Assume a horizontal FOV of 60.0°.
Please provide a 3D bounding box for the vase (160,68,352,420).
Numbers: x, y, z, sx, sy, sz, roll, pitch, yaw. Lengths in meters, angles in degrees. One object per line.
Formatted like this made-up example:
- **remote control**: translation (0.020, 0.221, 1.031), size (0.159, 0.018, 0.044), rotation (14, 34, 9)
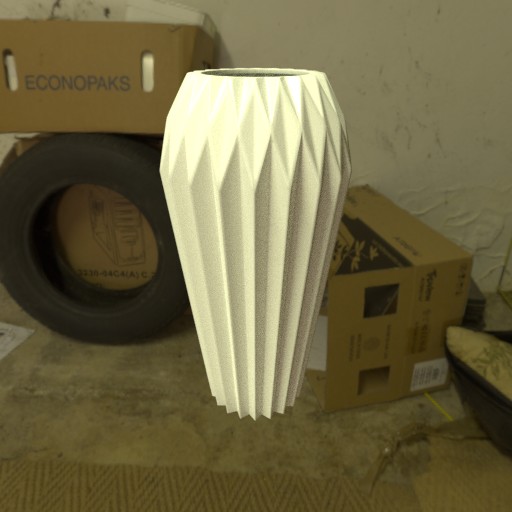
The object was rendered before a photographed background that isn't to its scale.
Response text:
- **vase**: translation (0.000, 0.000, 0.343), size (0.133, 0.263, 0.133), rotation (0, 26, 0)
